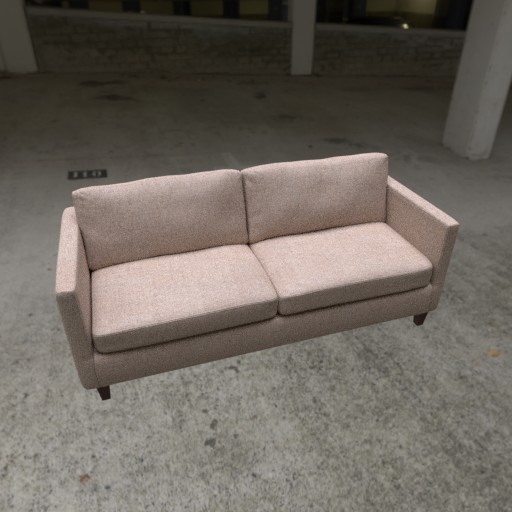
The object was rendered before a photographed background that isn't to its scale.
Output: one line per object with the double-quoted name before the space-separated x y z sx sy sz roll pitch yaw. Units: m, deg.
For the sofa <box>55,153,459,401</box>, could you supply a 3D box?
"sofa" 0.000 0.000 2.762 2.208 0.965 0.951 -10 33 -15
